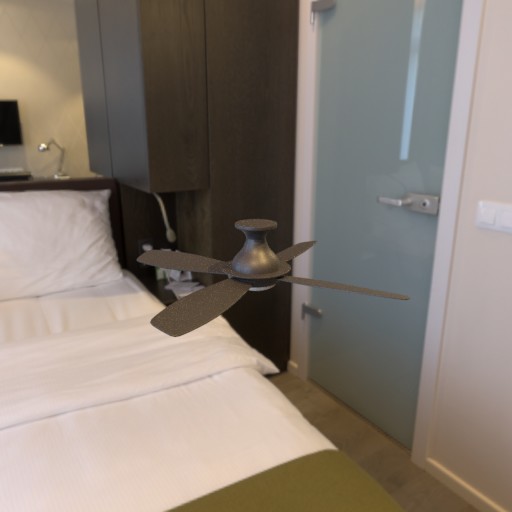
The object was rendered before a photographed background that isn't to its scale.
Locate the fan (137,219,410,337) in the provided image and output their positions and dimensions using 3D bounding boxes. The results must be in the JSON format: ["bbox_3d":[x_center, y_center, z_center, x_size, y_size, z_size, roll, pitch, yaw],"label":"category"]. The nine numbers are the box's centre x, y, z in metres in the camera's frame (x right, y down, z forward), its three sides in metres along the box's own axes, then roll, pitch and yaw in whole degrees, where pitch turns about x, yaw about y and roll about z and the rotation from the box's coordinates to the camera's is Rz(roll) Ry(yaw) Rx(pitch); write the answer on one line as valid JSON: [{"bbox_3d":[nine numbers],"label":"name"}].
[{"bbox_3d":[0.000,0.000,2.518,1.694,0.382,1.694,8,18,26],"label":"fan"}]
